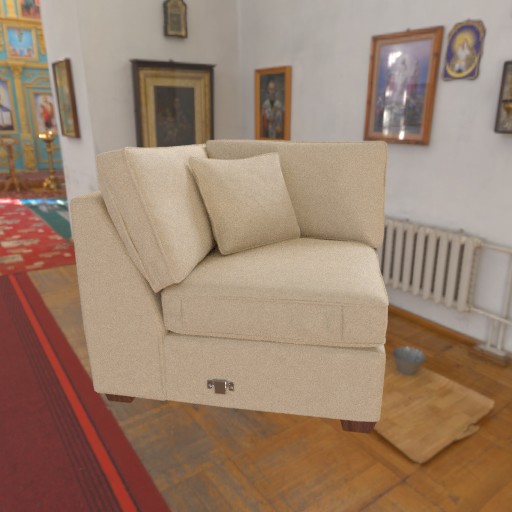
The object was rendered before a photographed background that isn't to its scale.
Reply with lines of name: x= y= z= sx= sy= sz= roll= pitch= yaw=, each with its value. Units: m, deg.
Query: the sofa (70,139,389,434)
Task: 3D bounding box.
sofa: x=0.000 y=0.000 z=2.000 sx=1.146 sy=1.002 sz=1.084 roll=3 pitch=16 yaw=9
